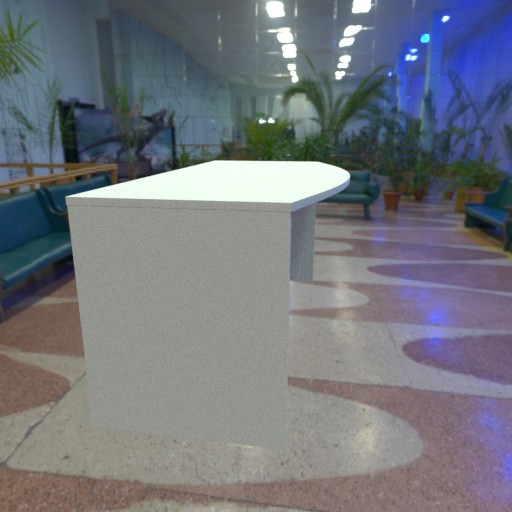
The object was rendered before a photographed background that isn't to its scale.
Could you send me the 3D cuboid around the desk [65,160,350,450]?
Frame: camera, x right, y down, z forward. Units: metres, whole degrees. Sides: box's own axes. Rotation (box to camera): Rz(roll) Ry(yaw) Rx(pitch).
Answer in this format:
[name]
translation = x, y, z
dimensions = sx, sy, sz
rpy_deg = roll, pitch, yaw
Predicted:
[desk]
translation = 0.000, 0.000, 2.033
dimensions = 0.802, 0.750, 1.600
rpy_deg = 3, 16, 10
